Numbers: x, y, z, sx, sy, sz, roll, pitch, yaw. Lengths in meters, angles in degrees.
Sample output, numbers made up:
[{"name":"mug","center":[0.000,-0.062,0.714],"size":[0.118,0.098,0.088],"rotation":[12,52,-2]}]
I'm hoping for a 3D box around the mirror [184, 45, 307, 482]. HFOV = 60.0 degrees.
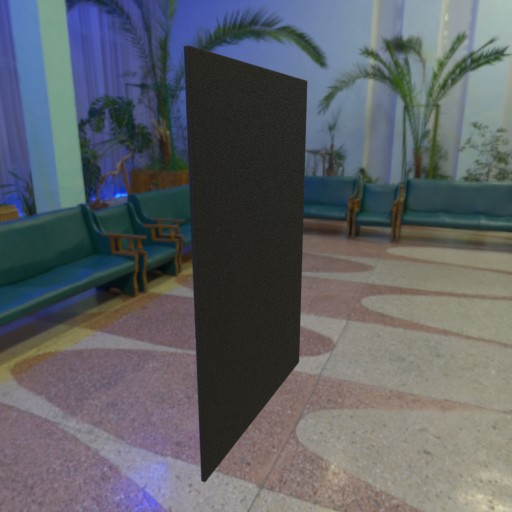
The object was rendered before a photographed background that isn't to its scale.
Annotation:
[{"name":"mirror","center":[0.000,0.000,1.161],"size":[0.039,0.914,0.613],"rotation":[7,17,25]}]
